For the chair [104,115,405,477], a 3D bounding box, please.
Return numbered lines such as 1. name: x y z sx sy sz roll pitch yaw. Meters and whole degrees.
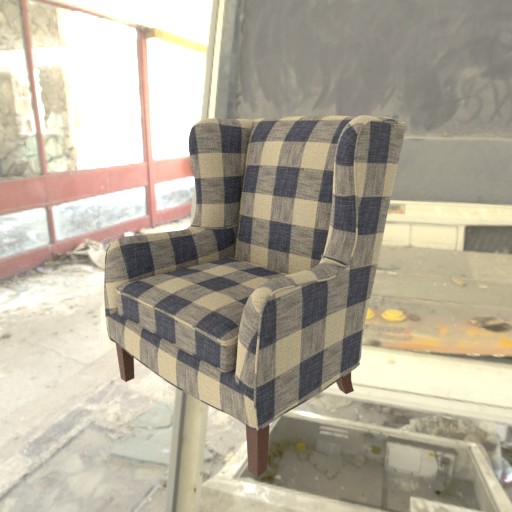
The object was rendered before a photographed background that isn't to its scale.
1. chair: 0.000 0.000 1.705 0.830 1.041 0.889 15 22 41
